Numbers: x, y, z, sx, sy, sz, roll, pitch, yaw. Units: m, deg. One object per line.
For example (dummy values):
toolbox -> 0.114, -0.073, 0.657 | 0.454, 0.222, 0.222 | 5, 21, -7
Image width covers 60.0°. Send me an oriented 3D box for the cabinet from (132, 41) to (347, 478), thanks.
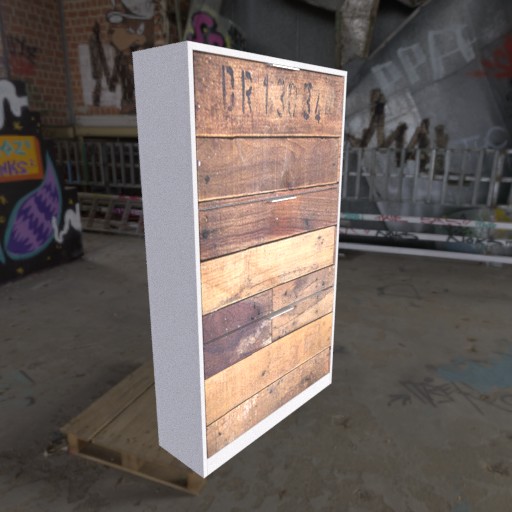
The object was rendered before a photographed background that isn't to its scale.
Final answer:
cabinet -> 0.000, 0.000, 1.587 | 0.250, 1.280, 0.750 | 13, 20, 40
